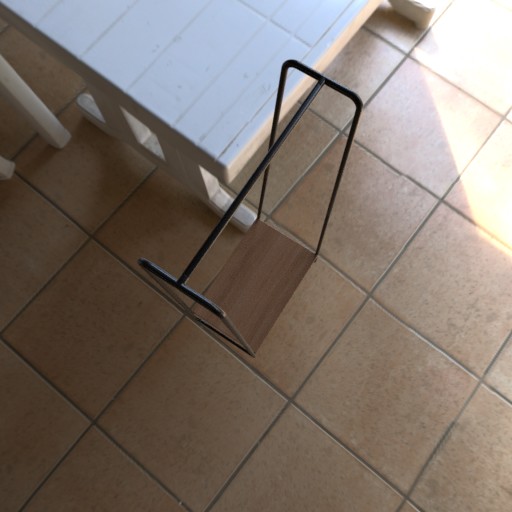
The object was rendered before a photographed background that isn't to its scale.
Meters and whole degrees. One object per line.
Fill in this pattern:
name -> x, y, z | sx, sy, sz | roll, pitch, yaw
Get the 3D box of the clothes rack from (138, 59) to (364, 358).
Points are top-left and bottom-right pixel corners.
clothes rack -> 0.000, 0.000, 1.751 | 0.400, 1.500, 0.640 | 32, 78, 8
